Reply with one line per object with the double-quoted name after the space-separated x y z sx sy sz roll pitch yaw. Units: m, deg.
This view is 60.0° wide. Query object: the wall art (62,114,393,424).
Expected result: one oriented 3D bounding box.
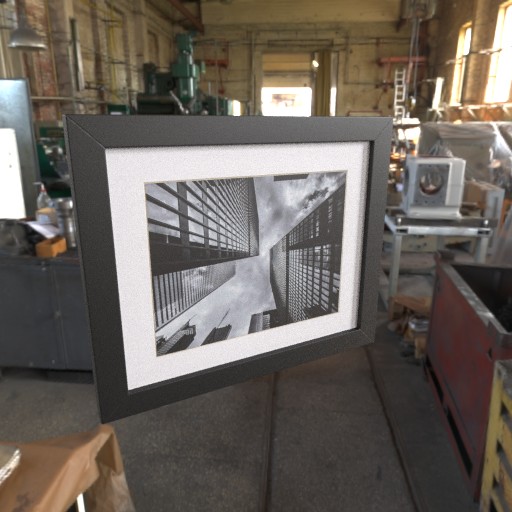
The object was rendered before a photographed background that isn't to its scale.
0.000 0.000 0.755 0.558 0.457 0.031 -9 19 -27 "wall art"
